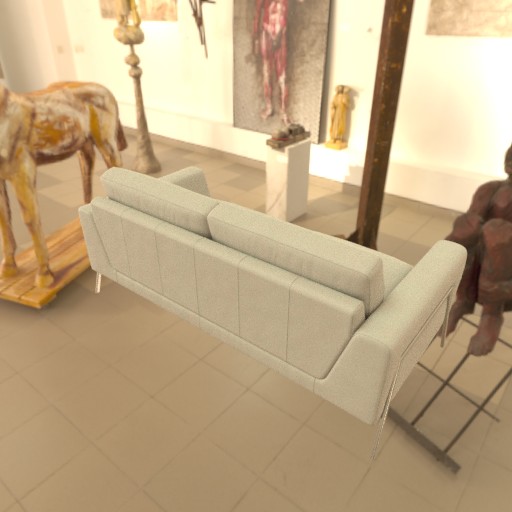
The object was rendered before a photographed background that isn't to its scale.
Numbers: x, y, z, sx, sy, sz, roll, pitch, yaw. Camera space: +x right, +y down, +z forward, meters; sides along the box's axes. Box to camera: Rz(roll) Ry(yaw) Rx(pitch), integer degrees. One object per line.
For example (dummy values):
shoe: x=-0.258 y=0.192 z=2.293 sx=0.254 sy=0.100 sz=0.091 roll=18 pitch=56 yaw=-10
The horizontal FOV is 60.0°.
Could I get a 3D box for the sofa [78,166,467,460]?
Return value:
sofa: x=0.000 y=0.000 z=2.534 sx=2.017 sy=0.875 sz=0.953 roll=22 pitch=37 yaw=32
